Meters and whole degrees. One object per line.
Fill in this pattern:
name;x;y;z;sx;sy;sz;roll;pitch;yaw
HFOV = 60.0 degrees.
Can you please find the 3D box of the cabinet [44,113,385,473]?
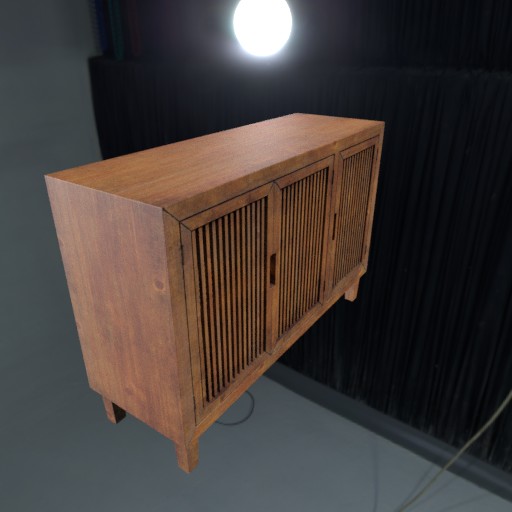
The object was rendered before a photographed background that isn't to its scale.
cabinet;0.000;0.000;1.583;0.403;0.805;1.204;17;31;31
